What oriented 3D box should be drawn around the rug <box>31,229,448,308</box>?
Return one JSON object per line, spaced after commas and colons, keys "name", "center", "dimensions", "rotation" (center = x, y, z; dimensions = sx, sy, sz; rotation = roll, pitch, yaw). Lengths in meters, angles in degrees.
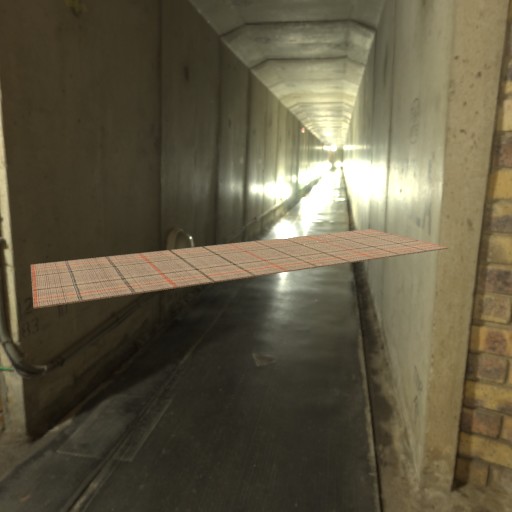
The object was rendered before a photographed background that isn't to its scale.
{"name": "rug", "center": [0.000, 0.000, 2.689], "dimensions": [2.439, 0.008, 0.762], "rotation": [-7, 15, -26]}
